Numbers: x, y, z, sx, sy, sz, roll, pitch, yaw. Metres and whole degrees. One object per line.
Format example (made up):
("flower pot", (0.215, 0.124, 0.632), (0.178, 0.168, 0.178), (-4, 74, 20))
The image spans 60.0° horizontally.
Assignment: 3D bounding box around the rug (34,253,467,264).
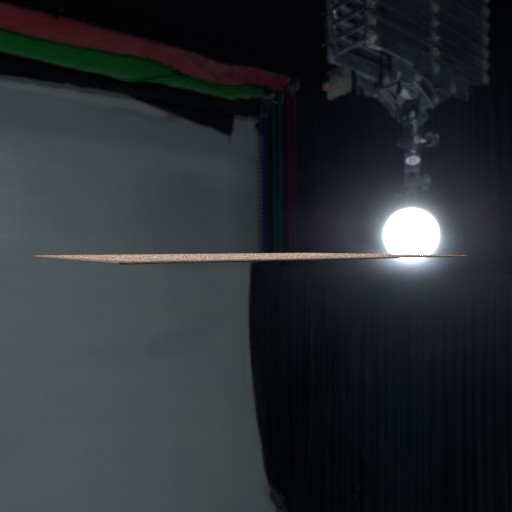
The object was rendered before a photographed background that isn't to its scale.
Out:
("rug", (0.000, 0.000, 2.798), (2.286, 0.011, 1.524), (-1, 1, -37))
